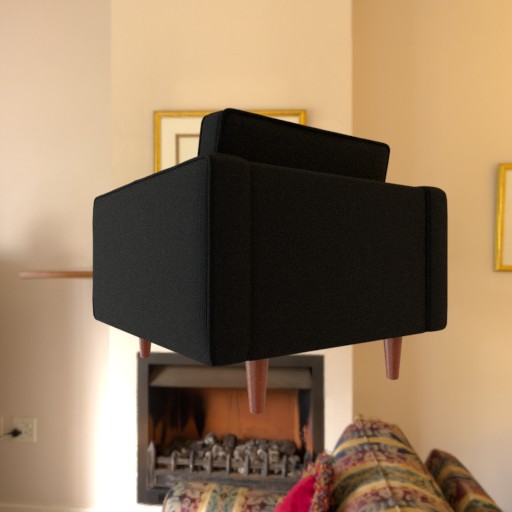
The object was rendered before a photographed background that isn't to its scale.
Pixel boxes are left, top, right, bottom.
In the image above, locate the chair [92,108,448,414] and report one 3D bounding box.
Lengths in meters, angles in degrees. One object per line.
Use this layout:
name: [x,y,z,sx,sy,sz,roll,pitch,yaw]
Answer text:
chair: [0.000,0.000,1.543,0.899,0.770,0.920,0,0,-35]
